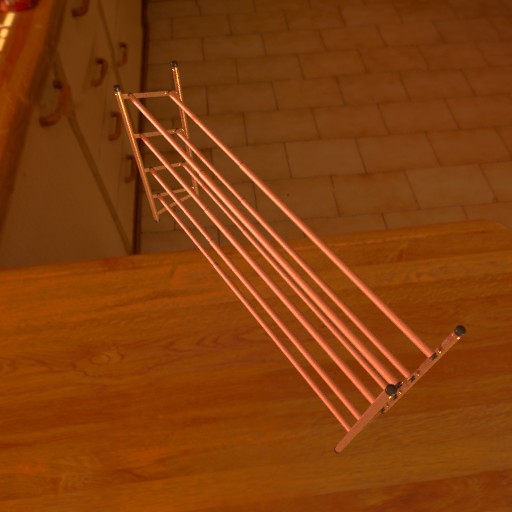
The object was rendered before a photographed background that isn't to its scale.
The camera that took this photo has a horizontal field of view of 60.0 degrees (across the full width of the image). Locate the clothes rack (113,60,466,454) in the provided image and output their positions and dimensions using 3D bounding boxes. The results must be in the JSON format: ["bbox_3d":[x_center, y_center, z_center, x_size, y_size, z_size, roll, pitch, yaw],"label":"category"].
[{"bbox_3d":[0.000,0.000,1.414,0.229,0.672,1.168,-32,63,-19],"label":"clothes rack"}]
